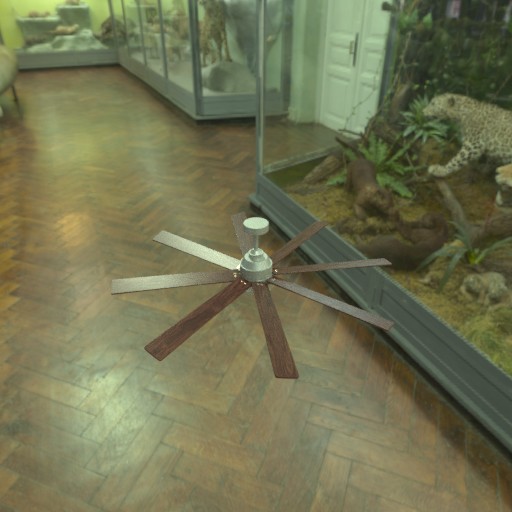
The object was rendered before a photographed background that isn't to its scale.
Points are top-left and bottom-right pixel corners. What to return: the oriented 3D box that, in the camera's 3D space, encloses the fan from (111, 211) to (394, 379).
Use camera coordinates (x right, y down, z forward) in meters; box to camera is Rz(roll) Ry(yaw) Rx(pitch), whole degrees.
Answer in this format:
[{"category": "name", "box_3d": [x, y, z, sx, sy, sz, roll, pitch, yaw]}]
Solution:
[{"category": "fan", "box_3d": [0.000, 0.000, 2.824, 1.830, 0.472, 1.830, 20, 37, 30]}]
